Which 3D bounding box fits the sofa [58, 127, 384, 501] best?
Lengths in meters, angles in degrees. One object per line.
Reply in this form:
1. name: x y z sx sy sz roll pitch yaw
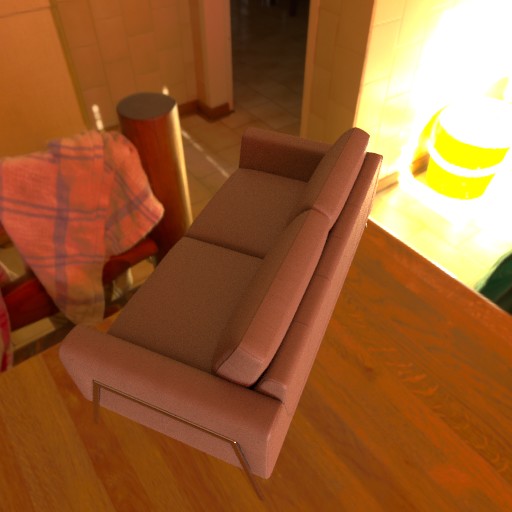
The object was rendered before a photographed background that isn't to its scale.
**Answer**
1. sofa: 0.000 0.000 2.450 0.953 0.875 2.017 17 47 16
